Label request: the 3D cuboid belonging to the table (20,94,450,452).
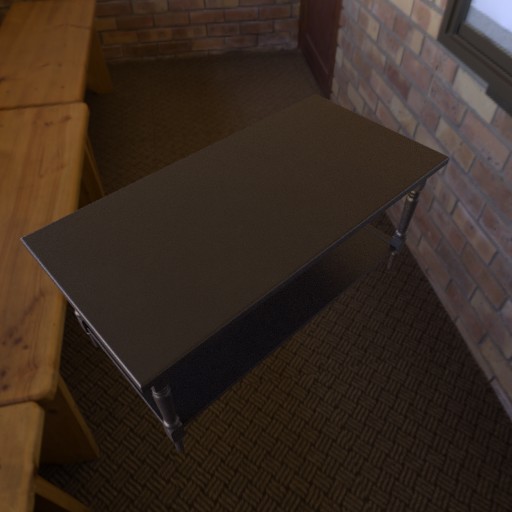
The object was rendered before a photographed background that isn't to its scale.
[{"bbox_3d":[0.000,0.000,1.415,1.107,0.510,0.550,-34,56,-28],"label":"table"}]
